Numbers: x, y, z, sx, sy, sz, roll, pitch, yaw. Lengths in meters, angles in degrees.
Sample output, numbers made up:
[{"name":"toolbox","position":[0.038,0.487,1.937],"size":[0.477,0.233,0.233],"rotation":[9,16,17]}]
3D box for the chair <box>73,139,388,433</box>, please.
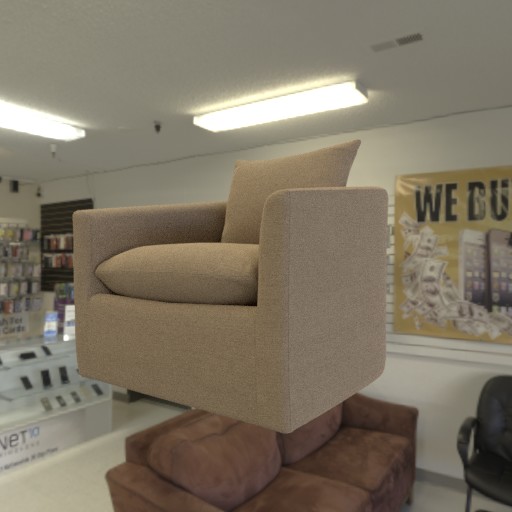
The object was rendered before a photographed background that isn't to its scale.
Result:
[{"name":"chair","position":[0.000,0.000,1.561],"size":[0.845,0.848,0.910],"rotation":[0,0,36]}]
